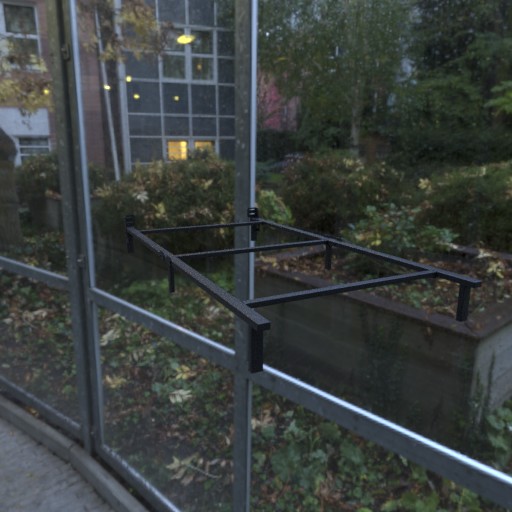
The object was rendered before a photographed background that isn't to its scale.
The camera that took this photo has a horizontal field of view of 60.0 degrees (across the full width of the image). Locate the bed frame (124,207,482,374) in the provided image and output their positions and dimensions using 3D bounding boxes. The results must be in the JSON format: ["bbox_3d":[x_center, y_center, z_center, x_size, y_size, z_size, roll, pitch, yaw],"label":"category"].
[{"bbox_3d":[0.000,0.000,2.299,0.968,0.248,1.897,-7,15,-26],"label":"bed frame"}]
